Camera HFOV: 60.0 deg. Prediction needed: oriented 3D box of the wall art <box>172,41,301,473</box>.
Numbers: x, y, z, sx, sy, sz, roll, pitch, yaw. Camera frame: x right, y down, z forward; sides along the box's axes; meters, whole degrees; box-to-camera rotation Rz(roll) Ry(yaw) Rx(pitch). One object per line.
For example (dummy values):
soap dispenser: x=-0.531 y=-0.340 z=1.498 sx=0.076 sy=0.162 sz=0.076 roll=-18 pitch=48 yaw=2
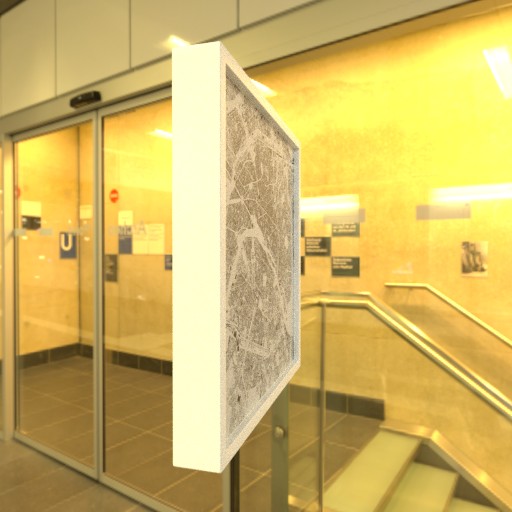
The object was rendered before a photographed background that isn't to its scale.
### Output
wall art: x=0.000 y=0.000 z=0.462 sx=0.038 sy=0.305 sz=0.305 roll=0 pitch=1 yaw=16
